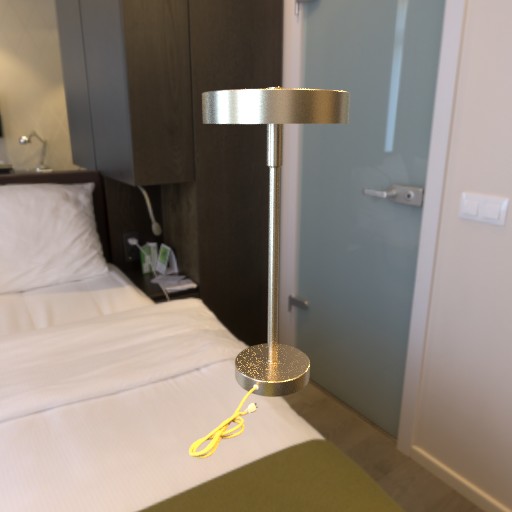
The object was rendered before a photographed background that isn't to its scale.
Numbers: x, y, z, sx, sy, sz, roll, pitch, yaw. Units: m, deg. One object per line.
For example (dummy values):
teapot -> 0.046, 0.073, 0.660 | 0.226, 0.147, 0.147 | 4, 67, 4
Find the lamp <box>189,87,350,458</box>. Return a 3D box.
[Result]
lamp -> 0.000, 0.000, 0.702 | 0.229, 0.508, 0.369 | 8, 19, 25
